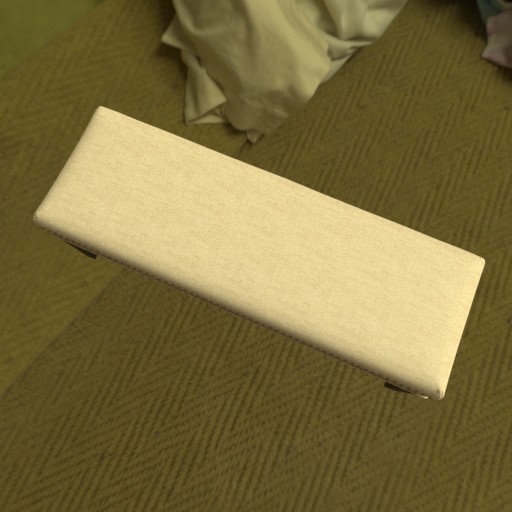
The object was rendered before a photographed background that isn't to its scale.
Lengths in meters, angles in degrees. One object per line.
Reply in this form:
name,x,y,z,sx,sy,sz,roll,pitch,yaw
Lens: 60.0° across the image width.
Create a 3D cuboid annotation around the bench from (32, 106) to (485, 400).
bench,0.000,0.000,1.408,1.219,0.457,0.410,23,76,6
